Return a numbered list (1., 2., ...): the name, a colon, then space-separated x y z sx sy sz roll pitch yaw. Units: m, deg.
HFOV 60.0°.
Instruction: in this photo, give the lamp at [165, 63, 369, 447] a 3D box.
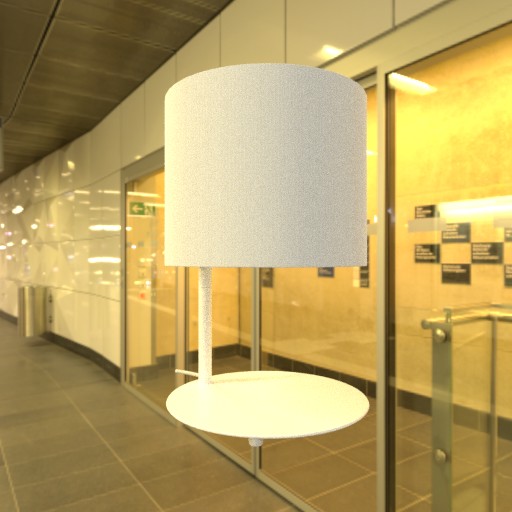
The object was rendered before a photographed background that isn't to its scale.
1. lamp: 0.000 0.000 0.682 0.341 0.454 0.299 0 0 36
